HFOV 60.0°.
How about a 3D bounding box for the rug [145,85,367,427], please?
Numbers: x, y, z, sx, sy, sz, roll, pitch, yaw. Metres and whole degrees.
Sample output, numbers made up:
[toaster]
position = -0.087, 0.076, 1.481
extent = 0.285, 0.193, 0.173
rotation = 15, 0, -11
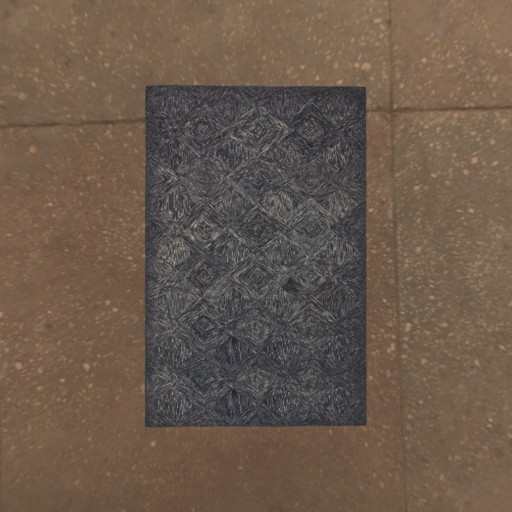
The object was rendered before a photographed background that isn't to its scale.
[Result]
[rug]
position = 0.000, 0.000, 2.277
extent = 1.139, 0.010, 1.754
rotation = 0, 90, -1
